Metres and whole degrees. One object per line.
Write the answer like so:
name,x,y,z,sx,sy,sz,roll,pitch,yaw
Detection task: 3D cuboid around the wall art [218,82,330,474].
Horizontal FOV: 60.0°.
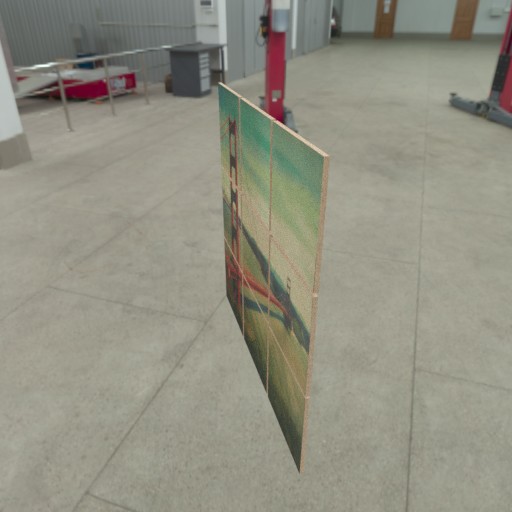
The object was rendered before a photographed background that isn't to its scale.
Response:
wall art,0.000,0.000,1.406,0.012,0.910,0.917,-8,30,-14
